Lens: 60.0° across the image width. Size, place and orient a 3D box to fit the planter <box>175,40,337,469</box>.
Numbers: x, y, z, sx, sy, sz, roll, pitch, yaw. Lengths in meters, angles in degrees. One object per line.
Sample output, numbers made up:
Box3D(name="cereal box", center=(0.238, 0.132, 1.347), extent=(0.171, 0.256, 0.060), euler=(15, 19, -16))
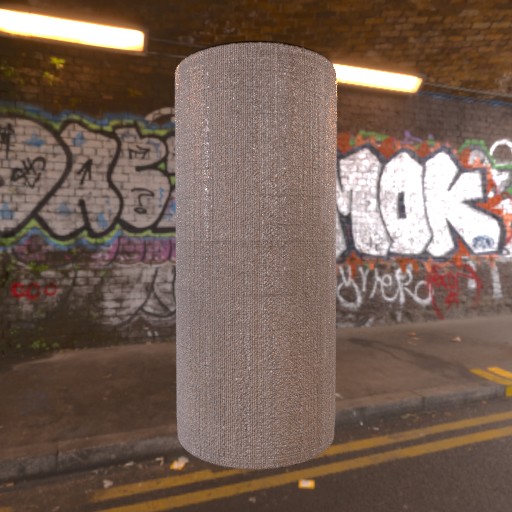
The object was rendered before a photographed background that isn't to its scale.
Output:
Box3D(name="planter", center=(0.000, 0.000, 0.128), extent=(0.045, 0.103, 0.045), euler=(1, 2, 19))
